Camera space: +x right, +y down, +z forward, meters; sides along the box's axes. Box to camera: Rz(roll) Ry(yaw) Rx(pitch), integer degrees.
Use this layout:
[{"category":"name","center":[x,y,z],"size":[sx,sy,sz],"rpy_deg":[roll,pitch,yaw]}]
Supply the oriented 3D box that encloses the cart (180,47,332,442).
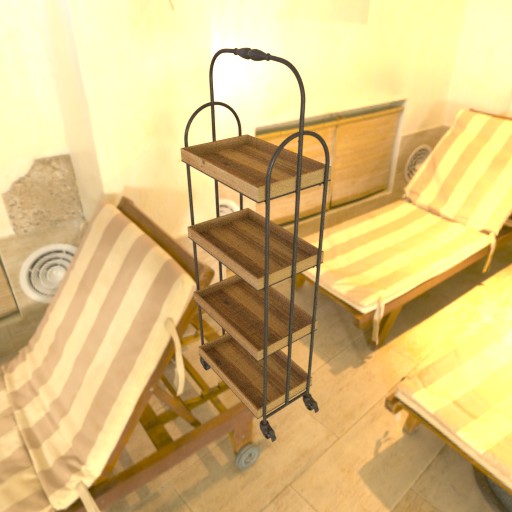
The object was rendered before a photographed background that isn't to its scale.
[{"category":"cart","center":[0.000,0.000,1.739],"size":[0.308,1.481,0.581],"rpy_deg":[-21,37,-31]}]
